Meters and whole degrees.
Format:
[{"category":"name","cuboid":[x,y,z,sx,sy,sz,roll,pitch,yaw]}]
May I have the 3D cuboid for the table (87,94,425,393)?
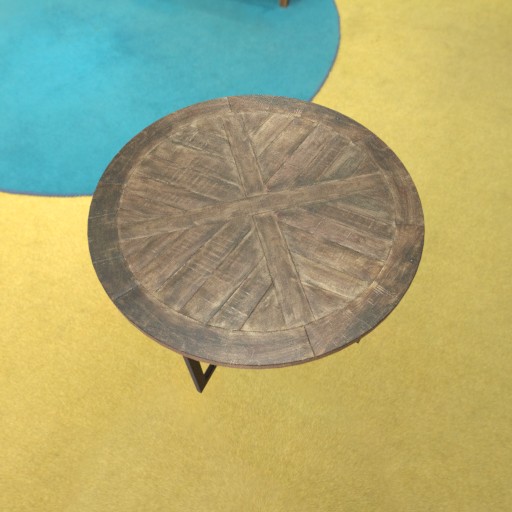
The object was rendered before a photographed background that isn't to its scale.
[{"category":"table","cuboid":[0.000,0.000,2.013,1.264,0.762,1.264,0,58,0]}]
